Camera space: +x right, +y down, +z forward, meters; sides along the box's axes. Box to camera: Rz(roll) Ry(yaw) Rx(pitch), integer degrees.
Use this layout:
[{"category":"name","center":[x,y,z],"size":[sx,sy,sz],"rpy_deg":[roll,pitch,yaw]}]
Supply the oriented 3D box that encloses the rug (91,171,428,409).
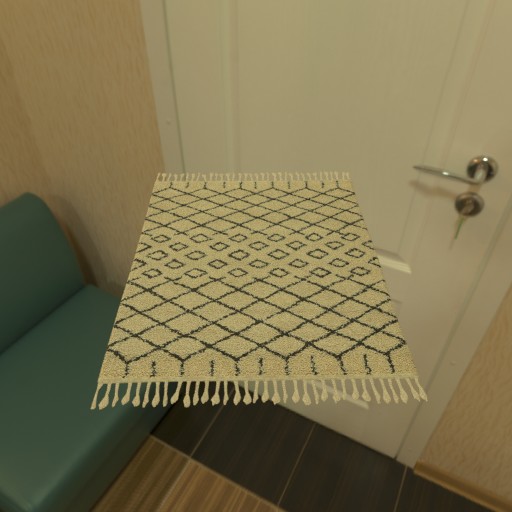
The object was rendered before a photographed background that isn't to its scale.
[{"category":"rug","center":[0.000,0.000,4.327],"size":[2.388,0.030,3.213],"rpy_deg":[-1,41,-1]}]
